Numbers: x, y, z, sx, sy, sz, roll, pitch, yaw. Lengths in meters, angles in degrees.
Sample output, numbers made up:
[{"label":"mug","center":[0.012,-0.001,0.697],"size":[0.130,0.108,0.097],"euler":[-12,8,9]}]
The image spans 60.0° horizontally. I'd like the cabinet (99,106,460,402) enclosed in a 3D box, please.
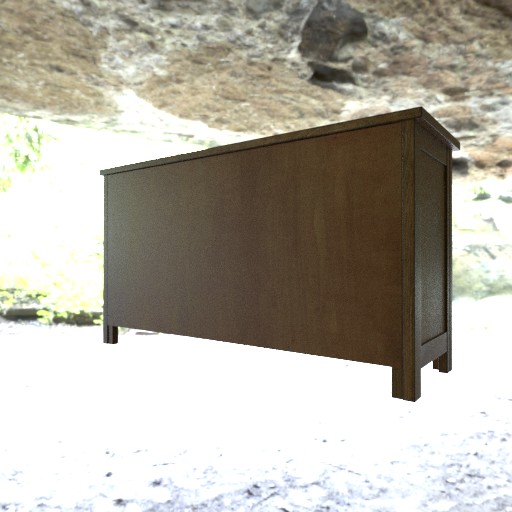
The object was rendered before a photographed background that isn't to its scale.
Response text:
[{"label":"cabinet","center":[0.000,0.000,1.835],"size":[1.474,0.813,0.480],"euler":[0,0,36]}]
